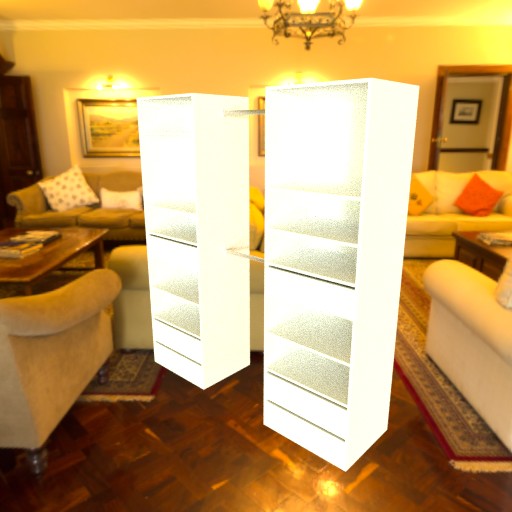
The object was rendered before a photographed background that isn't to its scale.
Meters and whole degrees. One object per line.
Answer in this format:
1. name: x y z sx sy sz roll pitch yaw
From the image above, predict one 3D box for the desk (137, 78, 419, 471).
1. desk: 0.000 0.000 2.887 1.770 2.000 0.480 14 21 41
